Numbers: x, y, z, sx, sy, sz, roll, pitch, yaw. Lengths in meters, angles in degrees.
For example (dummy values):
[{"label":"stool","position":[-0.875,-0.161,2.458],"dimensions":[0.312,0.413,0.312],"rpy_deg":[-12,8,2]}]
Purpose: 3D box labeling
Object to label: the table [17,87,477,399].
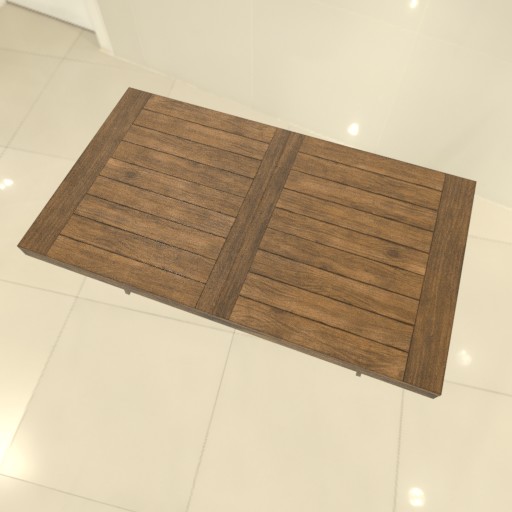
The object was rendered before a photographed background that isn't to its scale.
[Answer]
[{"label":"table","position":[0.000,0.000,2.131],"dimensions":[1.641,0.757,0.931],"rpy_deg":[18,64,9]}]
